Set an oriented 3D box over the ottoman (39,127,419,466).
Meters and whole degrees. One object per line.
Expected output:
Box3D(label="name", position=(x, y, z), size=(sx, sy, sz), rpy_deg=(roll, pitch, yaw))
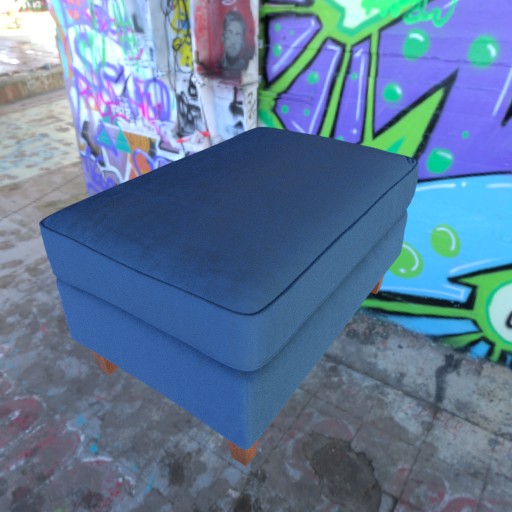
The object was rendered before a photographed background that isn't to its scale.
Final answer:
Box3D(label="ottoman", position=(0.000, 0.000, 1.200), size=(0.583, 0.484, 0.862), rpy_deg=(20, 37, 29))
